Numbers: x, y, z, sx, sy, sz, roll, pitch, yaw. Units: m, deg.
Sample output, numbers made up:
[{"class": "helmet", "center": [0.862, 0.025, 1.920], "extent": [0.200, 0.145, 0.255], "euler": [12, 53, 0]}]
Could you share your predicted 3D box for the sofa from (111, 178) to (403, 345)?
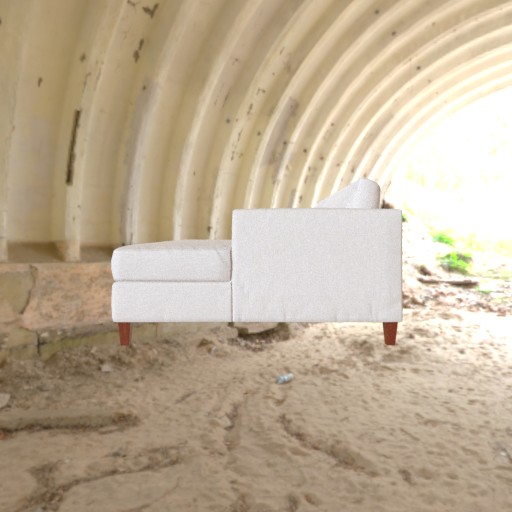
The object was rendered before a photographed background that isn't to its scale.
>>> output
[{"class": "sofa", "center": [0.000, 0.000, 4.108], "extent": [1.606, 0.954, 3.471], "euler": [0, 0, 0]}]
